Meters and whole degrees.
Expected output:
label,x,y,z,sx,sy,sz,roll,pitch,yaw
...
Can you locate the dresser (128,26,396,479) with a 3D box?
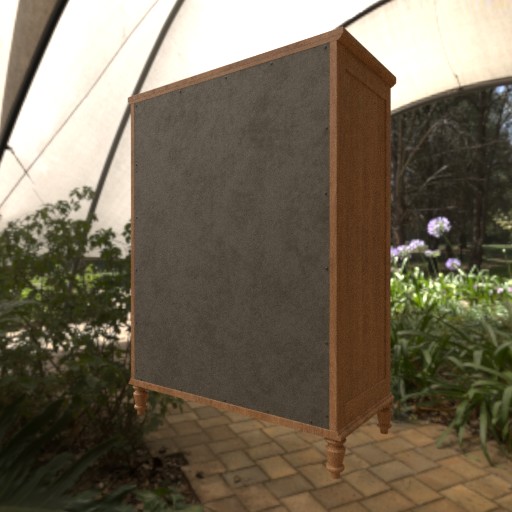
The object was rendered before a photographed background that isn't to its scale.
label,x,y,z,sx,sy,sz,roll,pitch,yaw
dresser,0.000,0.000,1.753,0.973,1.318,0.484,0,0,36
